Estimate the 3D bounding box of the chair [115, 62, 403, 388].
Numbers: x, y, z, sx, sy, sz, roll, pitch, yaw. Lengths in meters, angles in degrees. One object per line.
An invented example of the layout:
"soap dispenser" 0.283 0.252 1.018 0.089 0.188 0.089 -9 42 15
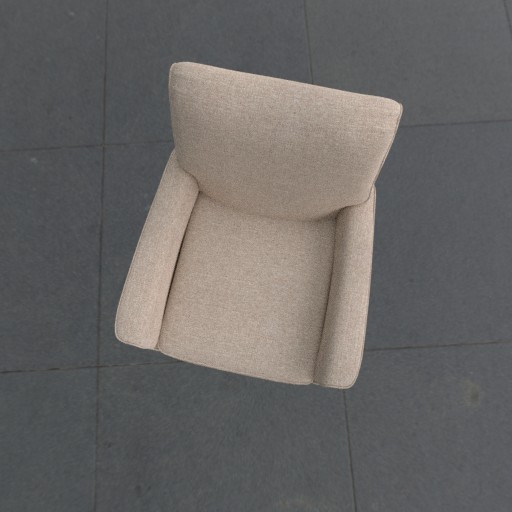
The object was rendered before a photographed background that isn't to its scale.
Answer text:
"chair" 0.000 0.000 1.637 0.841 1.028 0.858 11 77 3
